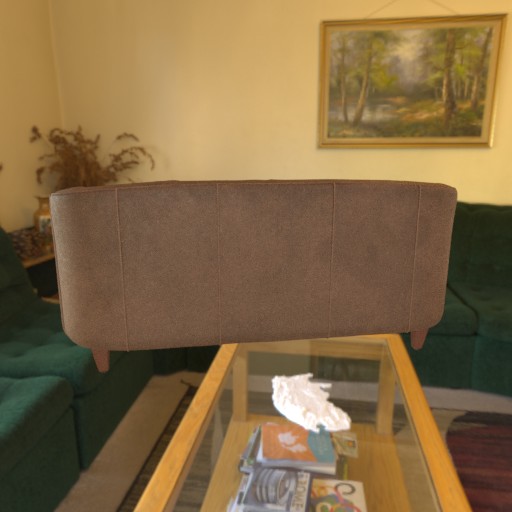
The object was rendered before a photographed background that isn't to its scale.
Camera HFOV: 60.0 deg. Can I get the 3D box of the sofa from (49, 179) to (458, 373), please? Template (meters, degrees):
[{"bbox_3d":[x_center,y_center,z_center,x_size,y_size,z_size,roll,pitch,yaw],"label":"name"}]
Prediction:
[{"bbox_3d":[0.000,0.000,2.210,1.767,0.799,0.917,-2,14,-9],"label":"sofa"}]
